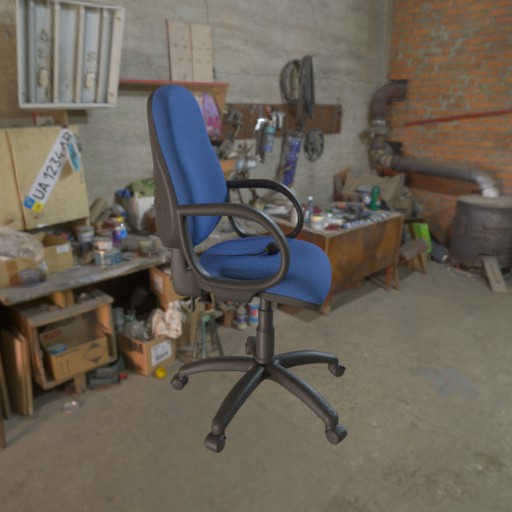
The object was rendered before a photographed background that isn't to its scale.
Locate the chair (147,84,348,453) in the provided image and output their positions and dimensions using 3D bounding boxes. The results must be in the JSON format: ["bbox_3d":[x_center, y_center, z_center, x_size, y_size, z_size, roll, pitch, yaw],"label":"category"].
[{"bbox_3d":[0.000,0.000,1.238,0.549,0.905,0.552,3,17,10],"label":"chair"}]
